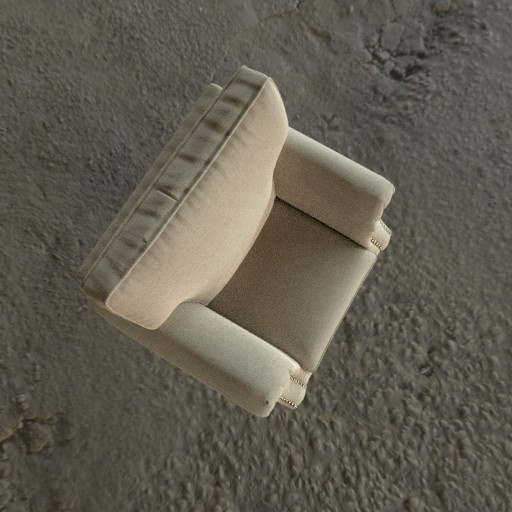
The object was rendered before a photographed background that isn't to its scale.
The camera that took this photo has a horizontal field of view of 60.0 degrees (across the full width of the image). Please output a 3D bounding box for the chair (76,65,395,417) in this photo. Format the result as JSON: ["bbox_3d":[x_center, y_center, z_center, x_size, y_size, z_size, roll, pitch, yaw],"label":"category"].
[{"bbox_3d":[0.000,0.000,1.884,0.965,0.961,1.092,30,78,7],"label":"chair"}]
